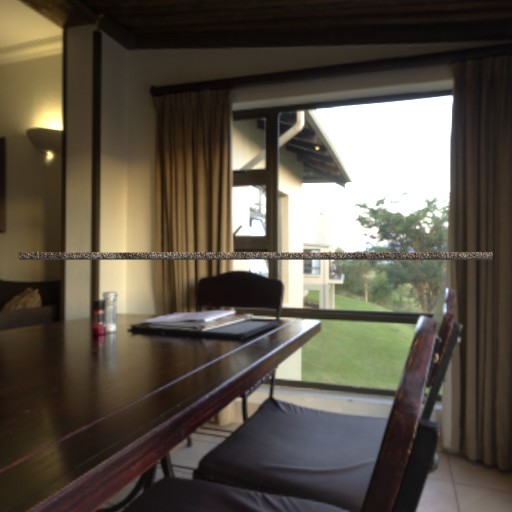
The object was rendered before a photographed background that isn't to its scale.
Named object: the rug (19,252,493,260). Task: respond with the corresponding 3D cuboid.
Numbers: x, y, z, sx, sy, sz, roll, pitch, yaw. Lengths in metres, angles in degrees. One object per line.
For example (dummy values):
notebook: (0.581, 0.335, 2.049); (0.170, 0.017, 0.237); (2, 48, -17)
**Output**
rug: (0.000, 0.000, 2.089); (1.601, 0.025, 1.198); (0, 0, 1)
